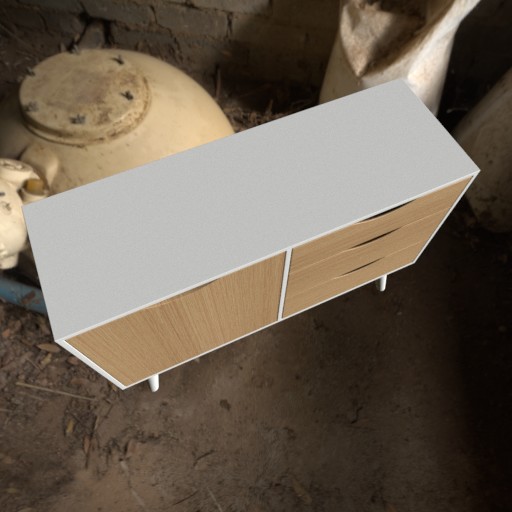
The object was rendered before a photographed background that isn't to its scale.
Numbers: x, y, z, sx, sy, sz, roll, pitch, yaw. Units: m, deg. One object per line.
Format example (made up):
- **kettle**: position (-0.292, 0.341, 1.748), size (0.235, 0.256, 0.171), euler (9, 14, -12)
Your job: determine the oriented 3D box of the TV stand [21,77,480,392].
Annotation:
- **TV stand**: position (0.000, 0.000, 1.571), size (1.193, 0.812, 0.406), euler (-22, 65, -11)
